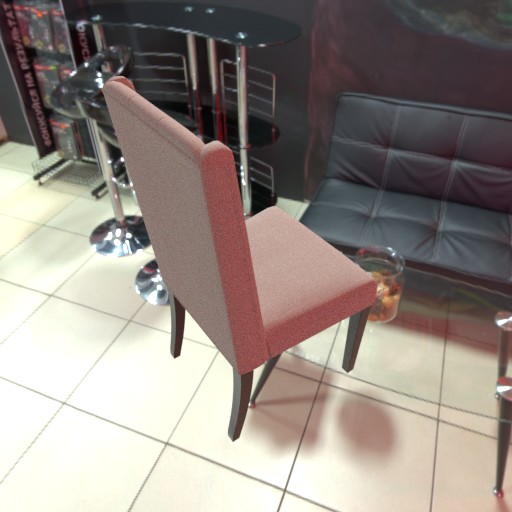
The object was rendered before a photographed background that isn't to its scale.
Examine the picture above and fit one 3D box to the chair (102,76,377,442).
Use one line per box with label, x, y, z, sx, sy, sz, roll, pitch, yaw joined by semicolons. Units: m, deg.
chair;0.000;0.000;1.236;0.523;0.961;0.474;-25;46;-27
